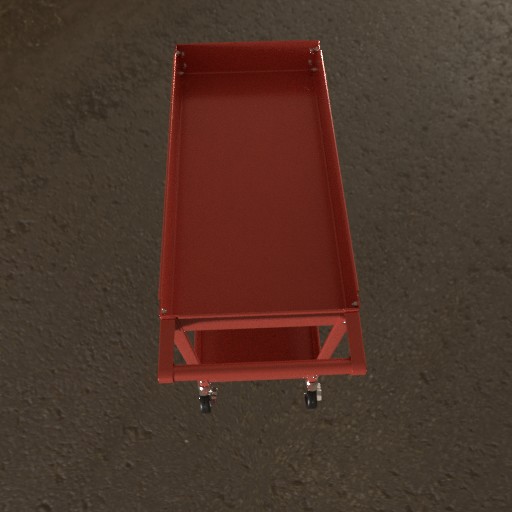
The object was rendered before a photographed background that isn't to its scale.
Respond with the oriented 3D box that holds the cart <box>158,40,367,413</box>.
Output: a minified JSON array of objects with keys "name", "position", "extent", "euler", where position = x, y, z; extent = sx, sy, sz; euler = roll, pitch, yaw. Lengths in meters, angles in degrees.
[{"name":"cart","position":[0.000,0.000,1.183],"extent":[0.366,0.719,0.779],"euler":[-2,63,-1]}]
